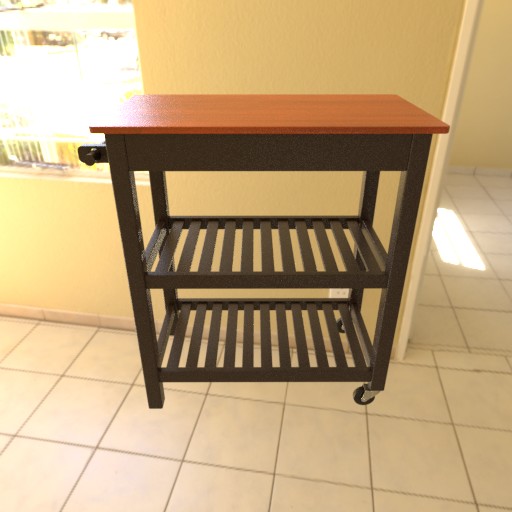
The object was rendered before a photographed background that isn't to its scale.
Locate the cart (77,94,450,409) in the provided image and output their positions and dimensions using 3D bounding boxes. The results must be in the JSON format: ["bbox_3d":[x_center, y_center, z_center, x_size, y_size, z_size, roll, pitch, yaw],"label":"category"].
[{"bbox_3d":[0.000,0.000,1.439,0.899,0.927,0.457,0,29,0],"label":"cart"}]
